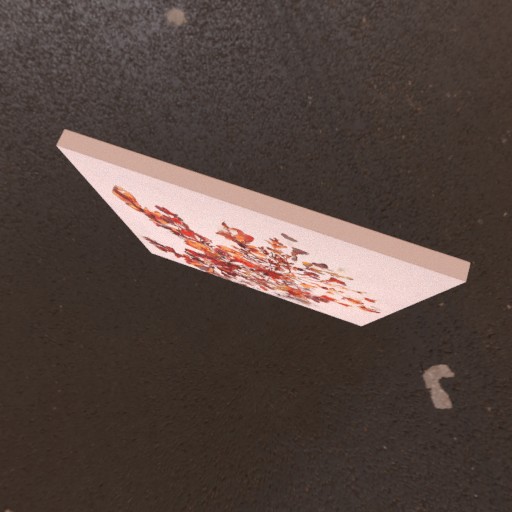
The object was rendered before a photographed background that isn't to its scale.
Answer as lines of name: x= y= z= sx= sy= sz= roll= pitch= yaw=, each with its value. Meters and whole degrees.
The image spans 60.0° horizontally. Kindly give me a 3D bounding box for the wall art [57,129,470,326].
wall art: x=0.000 y=0.000 z=1.522 sx=1.009 sy=1.009 sz=0.049 roll=19 pitch=76 yaw=5
